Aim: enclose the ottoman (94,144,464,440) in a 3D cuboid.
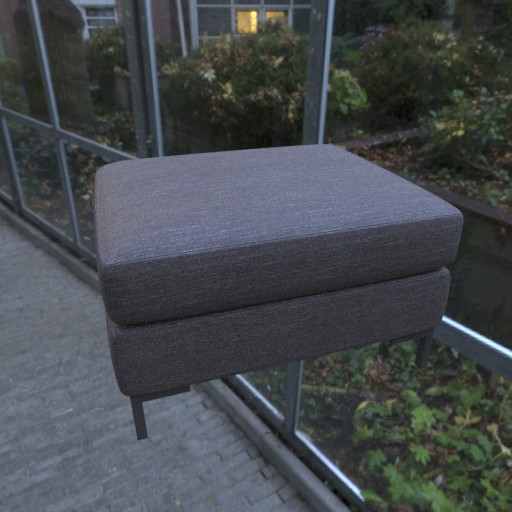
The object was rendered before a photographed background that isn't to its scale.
[{"bbox_3d":[0.000,0.000,1.241,0.820,0.490,0.671,-9,29,-16],"label":"ottoman"}]
